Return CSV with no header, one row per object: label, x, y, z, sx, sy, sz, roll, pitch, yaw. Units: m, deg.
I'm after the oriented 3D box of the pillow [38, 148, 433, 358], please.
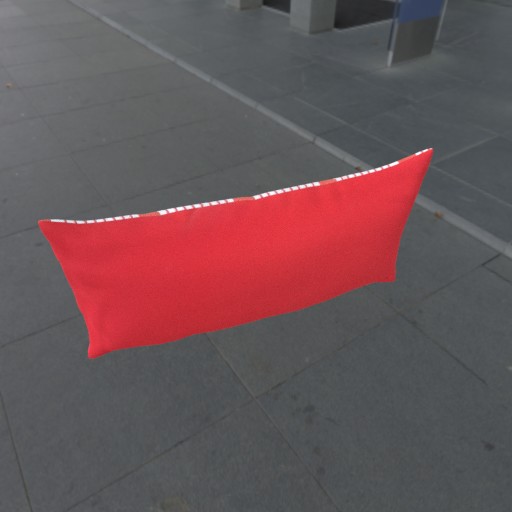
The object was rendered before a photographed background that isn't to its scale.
pillow,0.000,0.000,0.745,0.608,0.297,0.151,-13,42,-14
